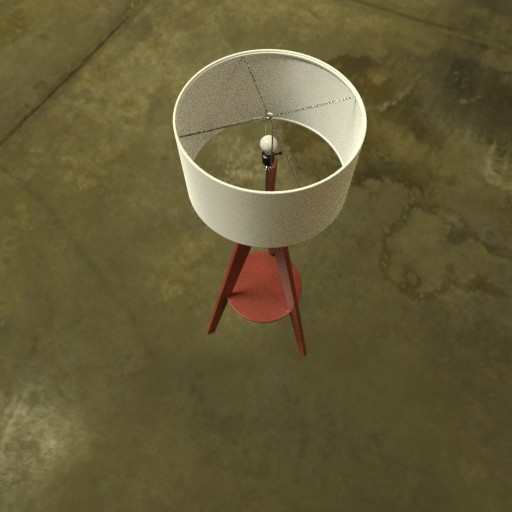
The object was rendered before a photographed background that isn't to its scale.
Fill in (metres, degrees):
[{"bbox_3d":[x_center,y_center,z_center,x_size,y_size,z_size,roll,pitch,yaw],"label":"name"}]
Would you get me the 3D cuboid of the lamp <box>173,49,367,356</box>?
[{"bbox_3d":[0.000,0.000,1.732,0.542,1.472,0.539,-15,64,-8],"label":"lamp"}]
